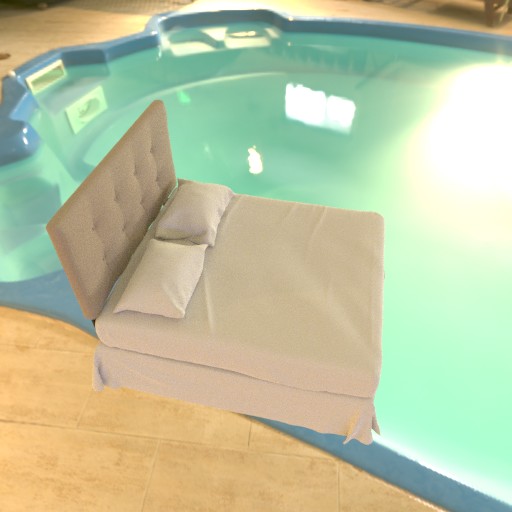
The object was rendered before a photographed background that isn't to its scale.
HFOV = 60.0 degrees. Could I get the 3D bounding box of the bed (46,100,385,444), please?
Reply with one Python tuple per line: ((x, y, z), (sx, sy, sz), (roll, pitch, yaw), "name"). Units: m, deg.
((0.000, 0.000, 3.408), (2.222, 1.577, 1.936), (9, 45, 9), "bed")
